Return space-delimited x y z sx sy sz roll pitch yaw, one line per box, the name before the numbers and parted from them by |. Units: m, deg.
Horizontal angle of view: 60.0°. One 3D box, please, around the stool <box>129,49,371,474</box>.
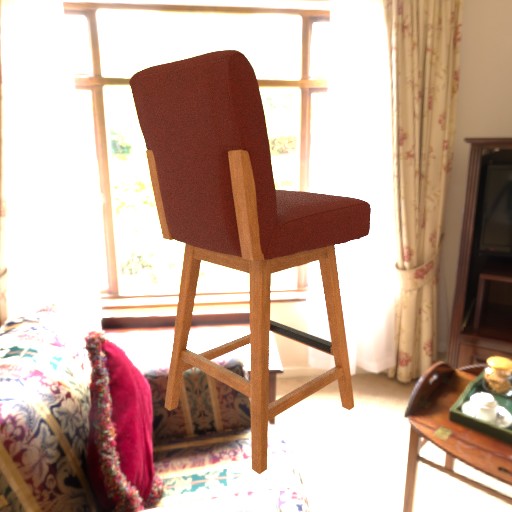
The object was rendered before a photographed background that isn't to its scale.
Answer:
stool | 0.000 0.000 1.337 0.562 1.038 0.468 -13 19 -43
